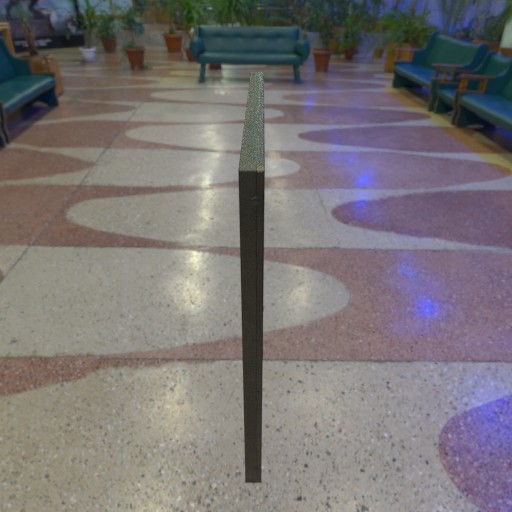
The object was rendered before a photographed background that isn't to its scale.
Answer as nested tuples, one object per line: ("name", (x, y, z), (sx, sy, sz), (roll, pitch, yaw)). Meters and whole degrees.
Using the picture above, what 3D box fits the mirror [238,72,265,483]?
("mirror", (0.000, 0.000, 0.573), (0.020, 0.381, 0.382), (0, 32, 1))
